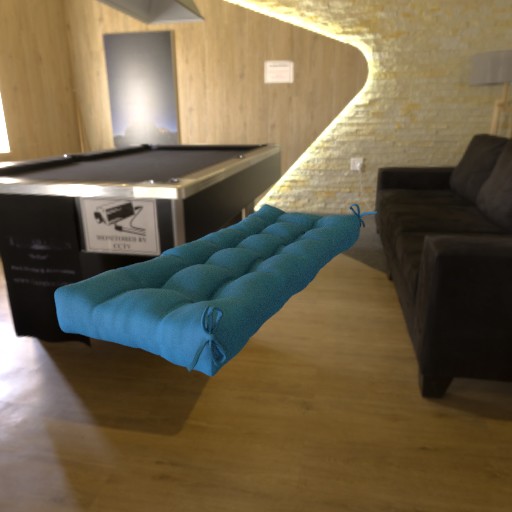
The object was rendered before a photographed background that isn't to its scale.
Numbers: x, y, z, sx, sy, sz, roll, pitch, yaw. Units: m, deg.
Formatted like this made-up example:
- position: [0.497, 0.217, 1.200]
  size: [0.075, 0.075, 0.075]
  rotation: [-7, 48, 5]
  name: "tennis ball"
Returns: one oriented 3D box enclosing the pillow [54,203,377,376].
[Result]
- position: [0.000, 0.000, 1.386]
  size: [0.511, 0.174, 1.194]
  rotation: [9, 20, 25]
  name: "pillow"
